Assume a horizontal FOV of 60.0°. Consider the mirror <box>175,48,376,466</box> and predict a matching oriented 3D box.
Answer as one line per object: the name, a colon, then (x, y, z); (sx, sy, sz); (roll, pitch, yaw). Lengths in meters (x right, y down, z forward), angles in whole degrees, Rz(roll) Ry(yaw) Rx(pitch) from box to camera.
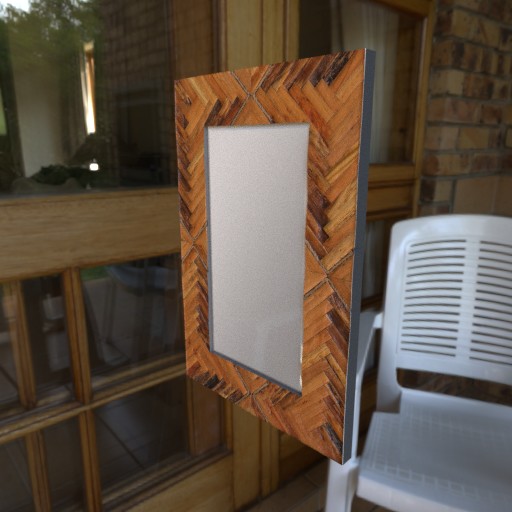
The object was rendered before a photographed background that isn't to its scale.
mirror: (0.000, 0.000, 1.156); (0.606, 0.912, 0.044); (13, 19, 43)
